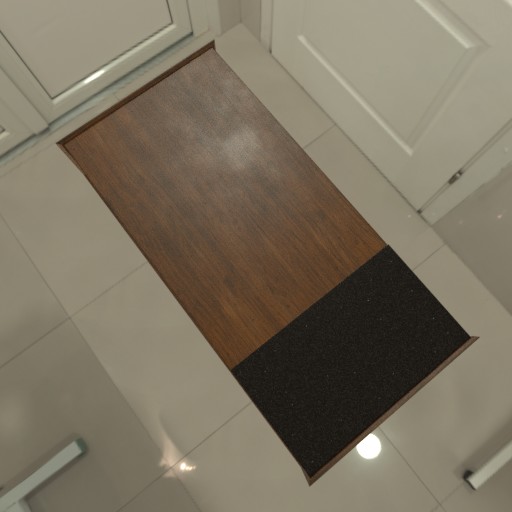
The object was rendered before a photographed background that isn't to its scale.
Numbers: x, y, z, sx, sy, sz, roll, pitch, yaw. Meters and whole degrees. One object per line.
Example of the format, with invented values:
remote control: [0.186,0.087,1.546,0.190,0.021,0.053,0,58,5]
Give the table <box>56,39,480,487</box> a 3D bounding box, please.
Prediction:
table: [0.000,0.000,1.535,0.610,0.508,1.221,-37,79,-9]
